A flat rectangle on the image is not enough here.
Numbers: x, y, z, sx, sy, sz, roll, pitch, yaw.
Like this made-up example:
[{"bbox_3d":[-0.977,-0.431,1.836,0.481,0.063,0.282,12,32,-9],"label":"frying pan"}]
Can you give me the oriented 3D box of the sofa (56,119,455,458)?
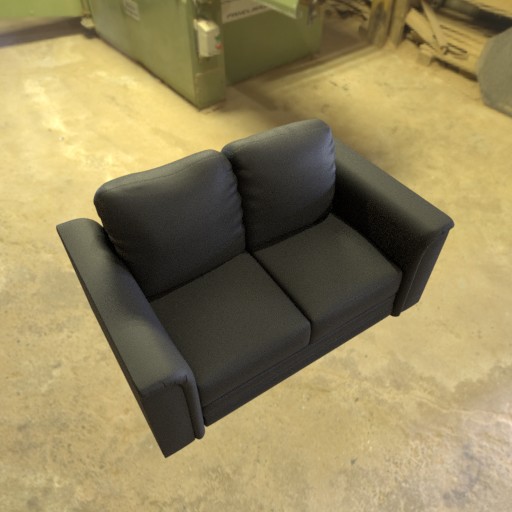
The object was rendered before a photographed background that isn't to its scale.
[{"bbox_3d":[0.000,0.000,1.944,1.386,0.845,0.887,-25,51,-22],"label":"sofa"}]
